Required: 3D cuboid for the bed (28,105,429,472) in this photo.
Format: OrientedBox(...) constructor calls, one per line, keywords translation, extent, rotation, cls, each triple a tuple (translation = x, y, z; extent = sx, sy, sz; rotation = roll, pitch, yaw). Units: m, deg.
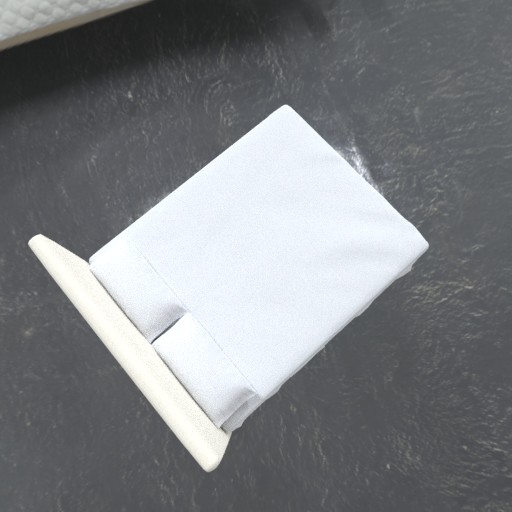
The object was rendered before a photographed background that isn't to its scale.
OrientedBox(translation=(0.000, 0.000, 3.202), extent=(2.142, 1.330, 1.713), rotation=(-40, 79, -9), cls="bed")
